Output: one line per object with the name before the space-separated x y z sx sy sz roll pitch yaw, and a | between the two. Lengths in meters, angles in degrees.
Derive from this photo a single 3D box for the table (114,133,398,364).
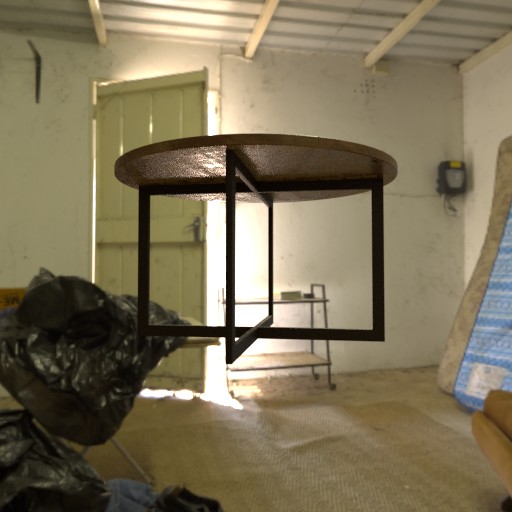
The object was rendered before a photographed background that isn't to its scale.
table | 0.000 0.000 2.064 1.264 0.762 1.264 0 -2 0
